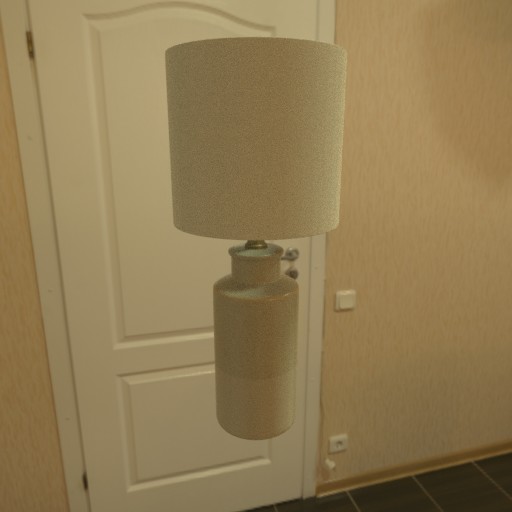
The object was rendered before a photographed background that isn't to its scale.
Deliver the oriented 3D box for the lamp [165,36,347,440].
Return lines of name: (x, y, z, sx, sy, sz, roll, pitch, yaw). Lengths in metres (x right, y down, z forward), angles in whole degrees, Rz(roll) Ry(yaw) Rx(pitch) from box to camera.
lamp: (0.000, 0.000, 0.590, 0.212, 0.493, 0.212, -15, 21, -43)
